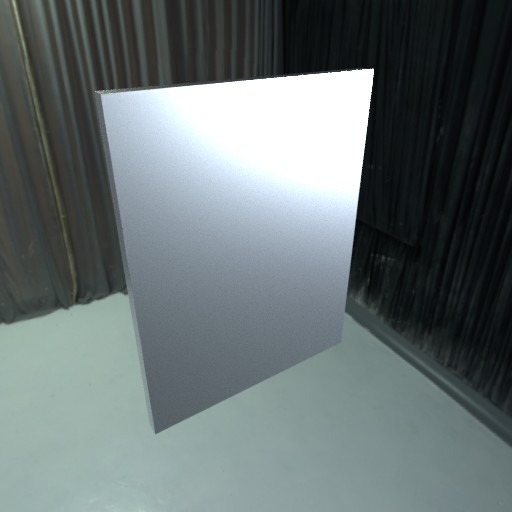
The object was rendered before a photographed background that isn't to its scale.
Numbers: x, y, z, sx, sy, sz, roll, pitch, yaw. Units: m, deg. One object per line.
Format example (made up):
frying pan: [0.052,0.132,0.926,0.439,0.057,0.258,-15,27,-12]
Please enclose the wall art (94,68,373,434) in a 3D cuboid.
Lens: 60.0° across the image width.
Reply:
wall art: [0.000,0.000,0.760,0.444,0.569,0.025,-18,34,-29]
